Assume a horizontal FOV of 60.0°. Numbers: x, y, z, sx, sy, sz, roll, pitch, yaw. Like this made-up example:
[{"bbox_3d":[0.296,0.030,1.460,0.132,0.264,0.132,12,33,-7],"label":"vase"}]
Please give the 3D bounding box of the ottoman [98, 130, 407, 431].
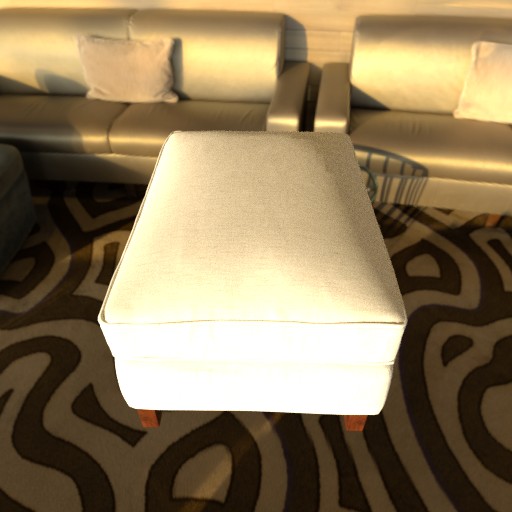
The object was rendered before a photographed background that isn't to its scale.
[{"bbox_3d":[0.000,0.000,0.982,0.501,0.406,0.665,1,40,1],"label":"ottoman"}]
